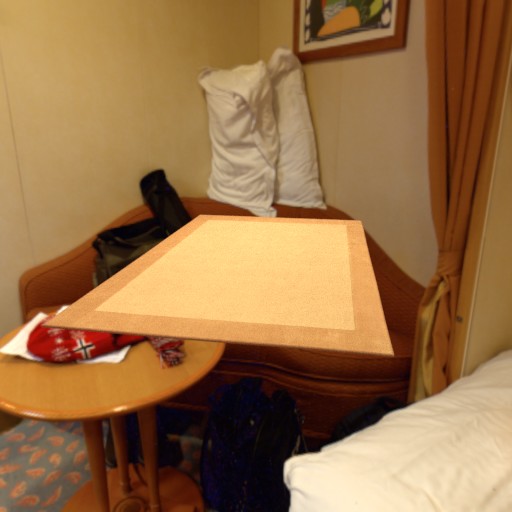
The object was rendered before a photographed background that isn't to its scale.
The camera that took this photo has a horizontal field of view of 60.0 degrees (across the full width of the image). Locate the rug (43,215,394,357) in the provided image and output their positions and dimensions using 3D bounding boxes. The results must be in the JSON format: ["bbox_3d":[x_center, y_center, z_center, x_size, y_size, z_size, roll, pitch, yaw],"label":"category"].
[{"bbox_3d":[0.000,0.000,3.007,1.524,0.014,2.438,3,17,9],"label":"rug"}]
